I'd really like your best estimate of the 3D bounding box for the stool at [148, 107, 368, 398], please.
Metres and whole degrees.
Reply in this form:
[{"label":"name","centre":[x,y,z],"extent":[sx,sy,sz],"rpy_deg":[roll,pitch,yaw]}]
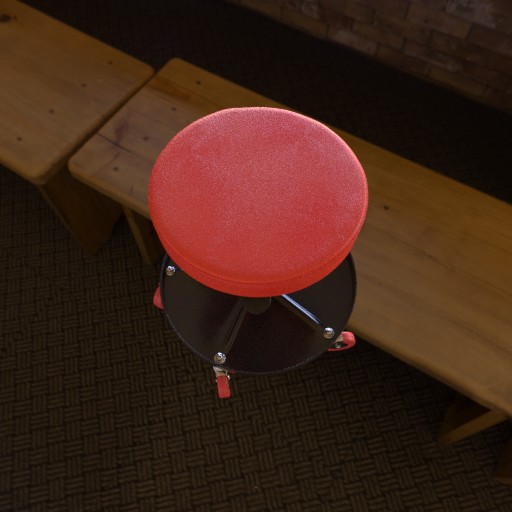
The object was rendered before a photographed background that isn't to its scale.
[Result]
[{"label":"stool","centre":[0.000,0.000,0.703],"extent":[0.381,0.365,0.382],"rpy_deg":[0,62,0]}]
